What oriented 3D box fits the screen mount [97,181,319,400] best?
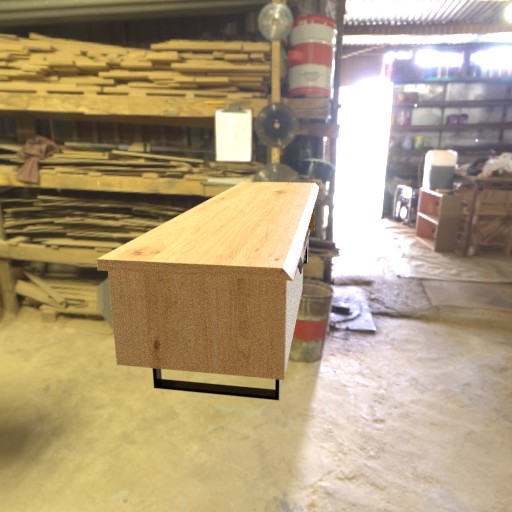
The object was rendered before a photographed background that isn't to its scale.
[{"bbox_3d":[0.000,0.000,1.841,0.450,0.430,1.700,3,16,9],"label":"screen mount"}]
